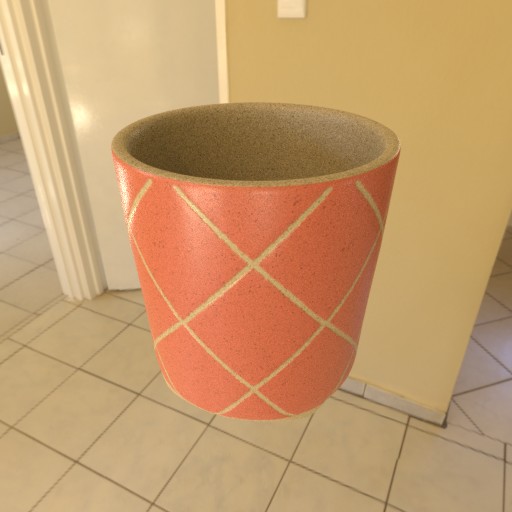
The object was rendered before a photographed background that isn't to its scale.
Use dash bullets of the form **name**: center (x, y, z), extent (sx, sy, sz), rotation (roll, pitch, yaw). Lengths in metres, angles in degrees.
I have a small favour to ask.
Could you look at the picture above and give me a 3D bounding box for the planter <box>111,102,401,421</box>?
- **planter**: center (0.000, 0.000, 0.420), extent (0.227, 0.235, 0.227), rotation (0, 31, 0)
